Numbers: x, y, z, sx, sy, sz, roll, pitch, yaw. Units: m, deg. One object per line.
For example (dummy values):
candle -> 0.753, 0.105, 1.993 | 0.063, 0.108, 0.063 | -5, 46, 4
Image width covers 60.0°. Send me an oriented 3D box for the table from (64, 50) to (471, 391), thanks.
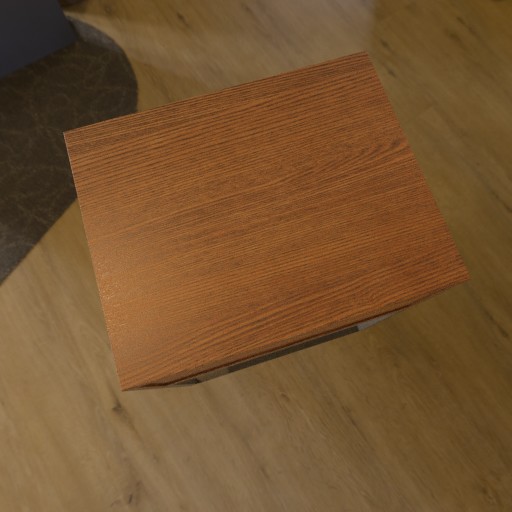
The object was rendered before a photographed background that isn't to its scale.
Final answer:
table -> 0.000, 0.000, 0.922 | 0.482, 0.610, 0.400 | -17, 75, -5
